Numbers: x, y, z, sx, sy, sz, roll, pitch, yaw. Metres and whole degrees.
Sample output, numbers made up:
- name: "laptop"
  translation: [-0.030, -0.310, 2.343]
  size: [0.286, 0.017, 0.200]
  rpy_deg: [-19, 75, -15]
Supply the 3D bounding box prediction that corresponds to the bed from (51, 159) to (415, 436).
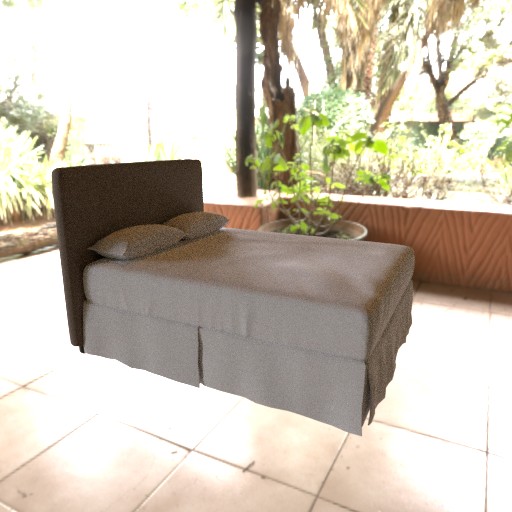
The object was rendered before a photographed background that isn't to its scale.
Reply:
- name: "bed"
  translation: [0.000, 0.000, 3.276]
  size: [2.142, 1.330, 1.723]
  rpy_deg: [7, 16, 26]
